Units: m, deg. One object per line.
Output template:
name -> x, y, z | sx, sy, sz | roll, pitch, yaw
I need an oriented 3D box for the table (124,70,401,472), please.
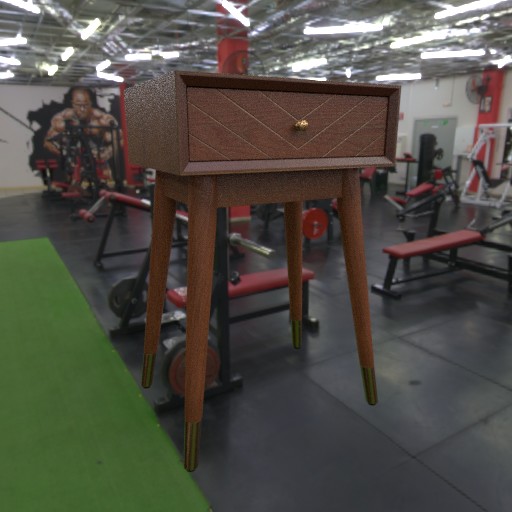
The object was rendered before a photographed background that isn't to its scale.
table -> 0.000, 0.000, 0.840 | 0.406, 0.599, 0.300 | -8, 17, -27
